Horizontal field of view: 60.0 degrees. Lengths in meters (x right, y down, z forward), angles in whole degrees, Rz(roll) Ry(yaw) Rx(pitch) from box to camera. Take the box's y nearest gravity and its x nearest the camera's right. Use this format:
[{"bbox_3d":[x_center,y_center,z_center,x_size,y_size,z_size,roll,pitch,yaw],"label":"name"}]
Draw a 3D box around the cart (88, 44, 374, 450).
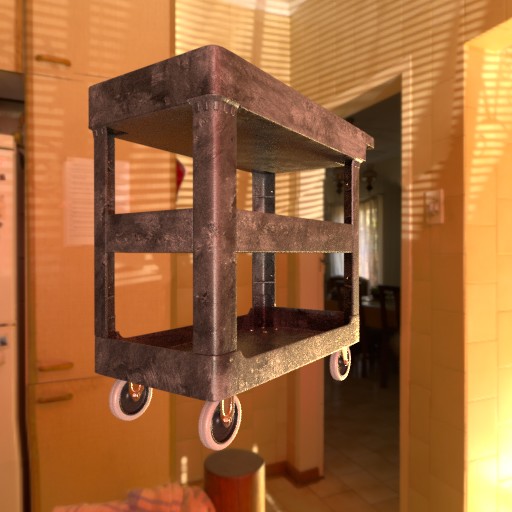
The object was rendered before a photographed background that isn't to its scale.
[{"bbox_3d":[0.000,0.000,1.324,0.420,0.824,0.877,0,1,35],"label":"cart"}]
